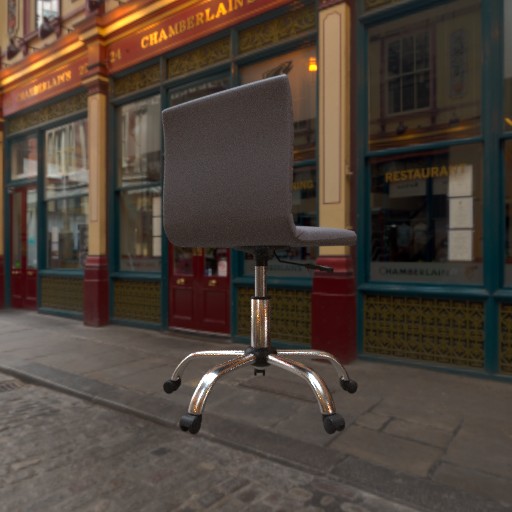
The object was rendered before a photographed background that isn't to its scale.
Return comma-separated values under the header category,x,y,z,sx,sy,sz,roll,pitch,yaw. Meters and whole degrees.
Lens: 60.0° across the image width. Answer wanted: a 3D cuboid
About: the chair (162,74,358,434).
category,x,y,z,sx,sy,sz,roll,pitch,yaw
chair,0.000,0.000,1.177,0.556,0.780,0.530,-1,-1,36
